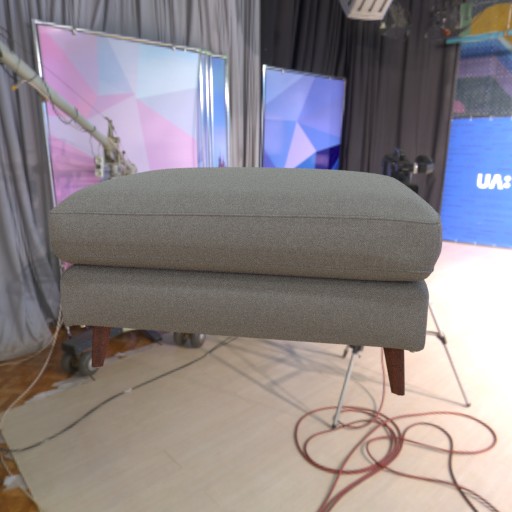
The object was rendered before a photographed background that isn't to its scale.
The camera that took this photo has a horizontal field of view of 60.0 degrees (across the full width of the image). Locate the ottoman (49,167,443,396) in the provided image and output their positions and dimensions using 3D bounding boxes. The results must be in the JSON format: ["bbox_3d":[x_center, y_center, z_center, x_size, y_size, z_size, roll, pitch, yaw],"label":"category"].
[{"bbox_3d":[0.000,0.000,1.164,0.811,0.449,0.608,3,16,9],"label":"ottoman"}]
